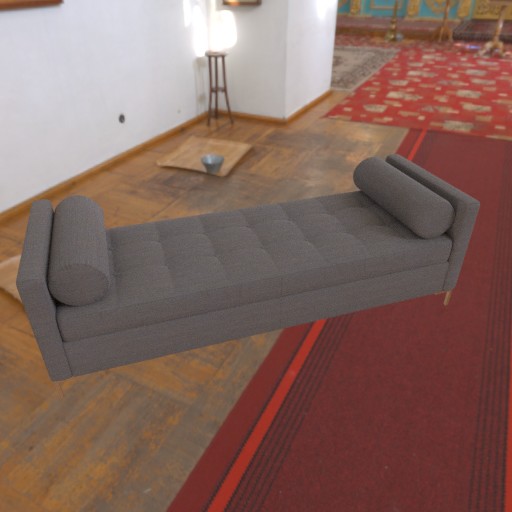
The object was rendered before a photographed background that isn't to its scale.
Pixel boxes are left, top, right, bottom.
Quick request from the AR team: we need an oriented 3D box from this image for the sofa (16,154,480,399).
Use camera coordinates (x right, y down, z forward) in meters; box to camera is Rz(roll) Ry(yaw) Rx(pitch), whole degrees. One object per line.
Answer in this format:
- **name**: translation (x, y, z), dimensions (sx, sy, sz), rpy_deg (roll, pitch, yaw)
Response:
- **sofa**: translation (0.000, 0.000, 2.219), dimensions (1.981, 0.635, 0.686), rpy_deg (-10, 34, -15)
